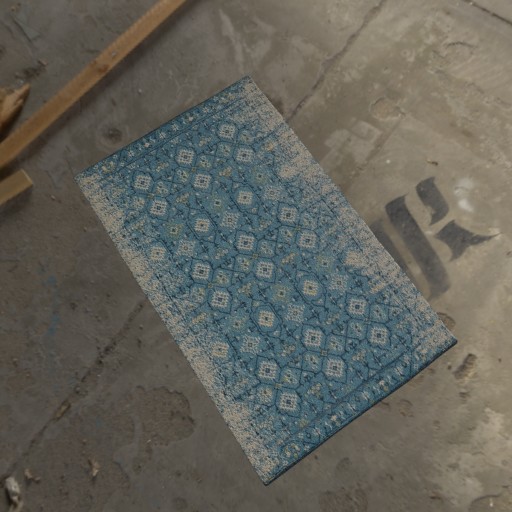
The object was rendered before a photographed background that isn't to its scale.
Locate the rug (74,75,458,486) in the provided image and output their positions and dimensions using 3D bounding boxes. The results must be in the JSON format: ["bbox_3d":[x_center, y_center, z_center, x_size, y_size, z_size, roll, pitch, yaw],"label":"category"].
[{"bbox_3d":[0.000,0.000,3.024,1.530,0.015,2.449,-33,77,-8],"label":"rug"}]
